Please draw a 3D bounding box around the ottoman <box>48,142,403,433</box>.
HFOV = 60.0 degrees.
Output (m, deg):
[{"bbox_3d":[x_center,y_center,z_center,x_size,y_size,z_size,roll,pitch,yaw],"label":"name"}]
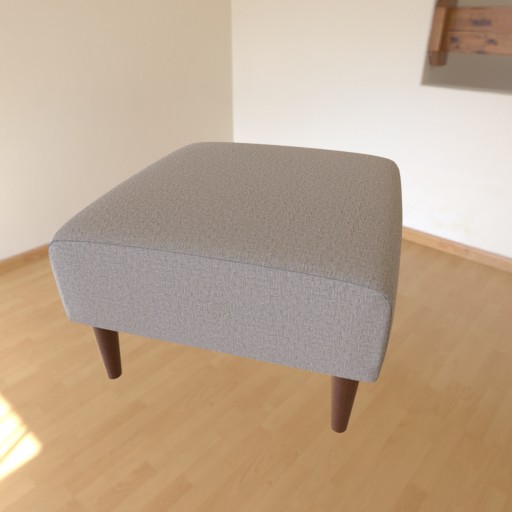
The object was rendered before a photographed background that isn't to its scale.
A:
[{"bbox_3d":[0.000,0.000,1.075,0.648,0.399,0.655,8,31,14],"label":"ottoman"}]
